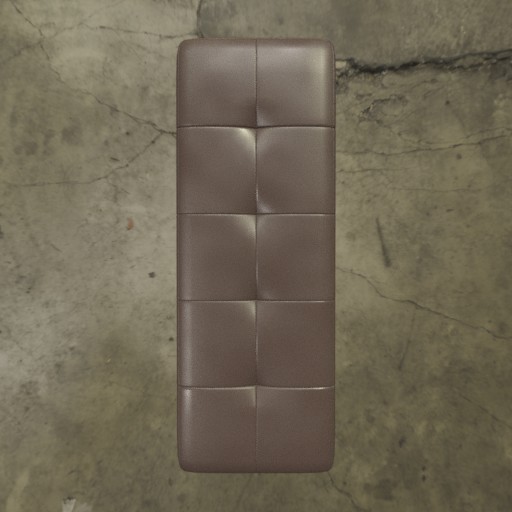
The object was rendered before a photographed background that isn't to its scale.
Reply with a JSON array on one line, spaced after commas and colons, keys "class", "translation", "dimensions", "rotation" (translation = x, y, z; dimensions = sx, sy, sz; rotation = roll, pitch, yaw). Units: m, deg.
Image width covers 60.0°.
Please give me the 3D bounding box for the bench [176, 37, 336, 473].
[{"class": "bench", "translation": [0.000, 0.000, 1.423], "dimensions": [0.450, 0.417, 1.219], "rotation": [0, 91, 0]}]
